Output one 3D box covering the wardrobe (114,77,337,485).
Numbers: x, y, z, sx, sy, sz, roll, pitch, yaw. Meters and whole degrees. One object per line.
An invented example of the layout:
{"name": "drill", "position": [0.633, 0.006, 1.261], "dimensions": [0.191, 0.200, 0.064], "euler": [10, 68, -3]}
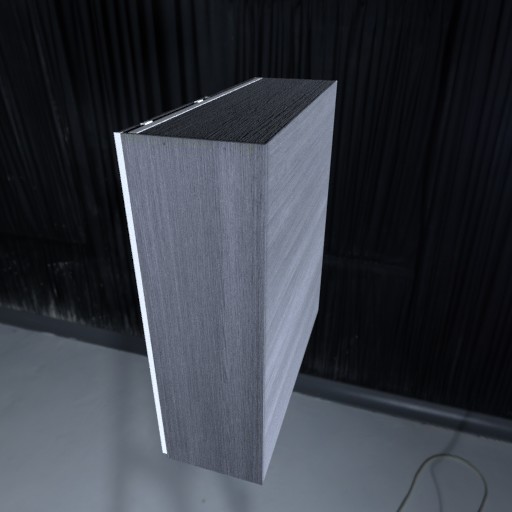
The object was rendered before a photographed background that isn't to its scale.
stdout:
{"name": "wardrobe", "position": [0.000, 0.000, 2.890], "dimensions": [0.629, 1.960, 1.780], "euler": [9, 30, 15]}
